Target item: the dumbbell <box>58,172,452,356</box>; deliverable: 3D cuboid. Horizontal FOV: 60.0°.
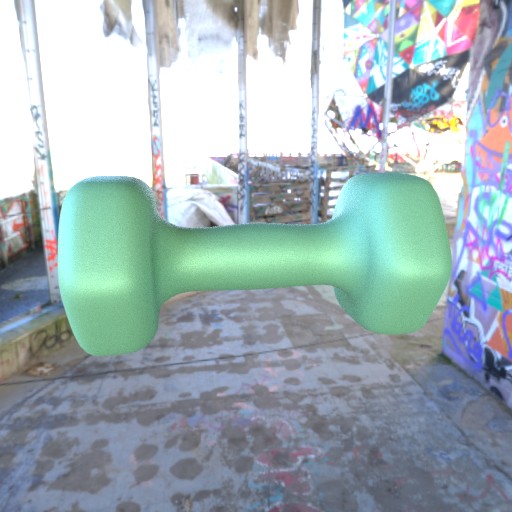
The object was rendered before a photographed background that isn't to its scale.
[{"bbox_3d":[0.000,0.000,0.323,0.260,0.117,0.129,-2,14,-9],"label":"dumbbell"}]
